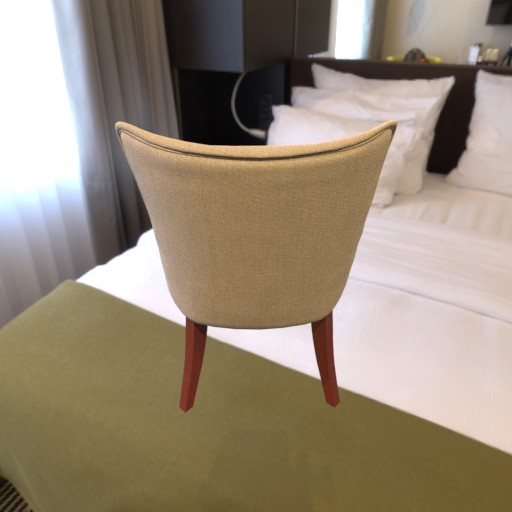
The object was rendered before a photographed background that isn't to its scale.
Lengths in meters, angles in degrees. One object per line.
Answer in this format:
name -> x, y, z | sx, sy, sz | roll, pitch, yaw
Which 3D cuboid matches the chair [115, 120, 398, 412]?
chair -> 0.000, 0.000, 1.476 | 0.732, 0.948, 0.677 | -1, 30, -2
